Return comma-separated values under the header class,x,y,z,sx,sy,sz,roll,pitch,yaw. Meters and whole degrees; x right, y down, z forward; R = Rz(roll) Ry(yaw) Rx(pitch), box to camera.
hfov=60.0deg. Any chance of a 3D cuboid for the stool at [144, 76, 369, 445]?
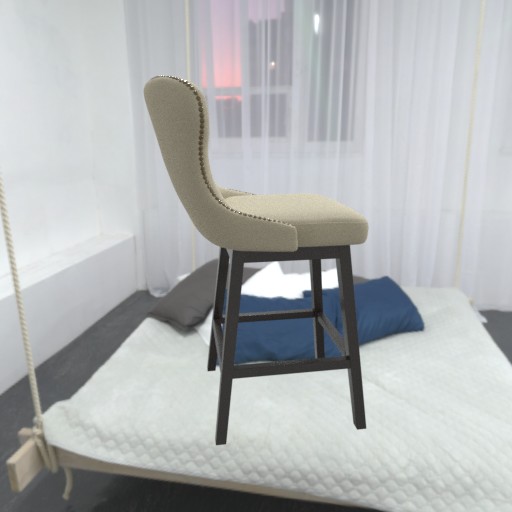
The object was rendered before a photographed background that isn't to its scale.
class,x,y,z,sx,sy,sz,roll,pitch,yaw
stool,0.000,0.000,1.333,0.593,0.971,0.528,-3,16,-9
